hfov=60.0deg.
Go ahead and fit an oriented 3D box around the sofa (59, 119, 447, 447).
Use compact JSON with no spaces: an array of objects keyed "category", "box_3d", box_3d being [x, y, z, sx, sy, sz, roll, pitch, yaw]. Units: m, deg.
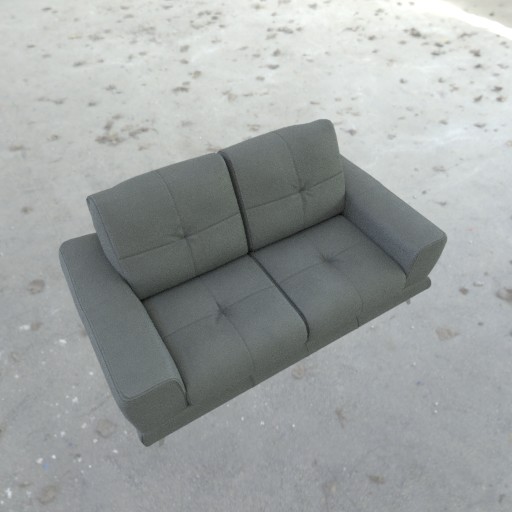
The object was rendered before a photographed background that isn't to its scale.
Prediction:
[{"category":"sofa","box_3d":[0.000,0.000,2.329,1.806,0.907,1.018,-24,51,-21]}]
